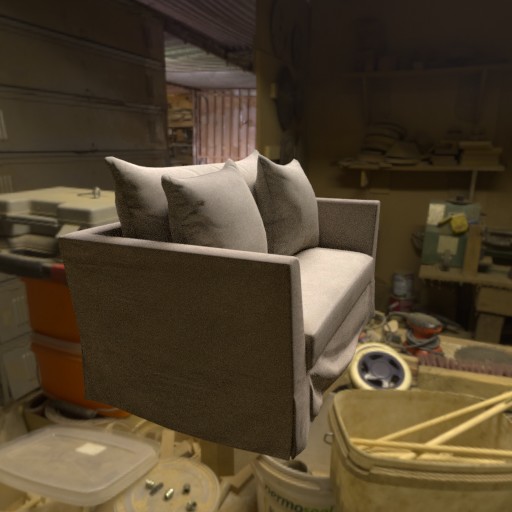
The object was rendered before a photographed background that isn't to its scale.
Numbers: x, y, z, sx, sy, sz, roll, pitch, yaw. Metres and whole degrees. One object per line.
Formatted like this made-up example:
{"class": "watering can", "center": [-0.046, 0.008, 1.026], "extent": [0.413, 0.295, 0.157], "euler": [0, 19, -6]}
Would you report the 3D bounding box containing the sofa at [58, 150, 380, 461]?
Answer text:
{"class": "sofa", "center": [0.000, 0.000, 2.274], "extent": [1.035, 1.040, 1.608], "euler": [6, 16, 24]}
